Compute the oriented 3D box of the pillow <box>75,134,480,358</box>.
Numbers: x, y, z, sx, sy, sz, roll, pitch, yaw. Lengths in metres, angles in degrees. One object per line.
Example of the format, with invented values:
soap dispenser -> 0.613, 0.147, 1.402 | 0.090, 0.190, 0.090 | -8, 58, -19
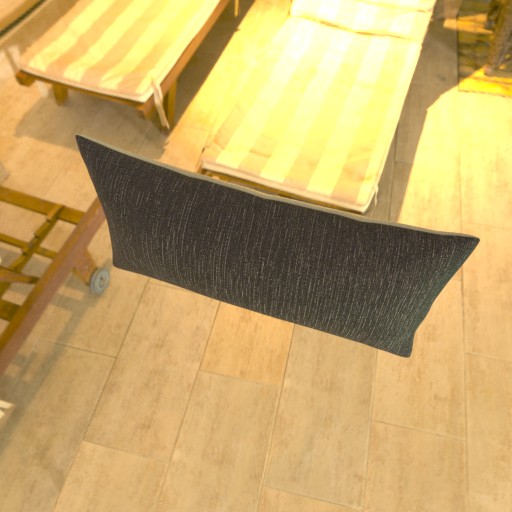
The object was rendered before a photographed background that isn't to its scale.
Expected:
pillow -> 0.000, 0.000, 0.744 | 0.608, 0.305, 0.156 | 16, 59, 10
